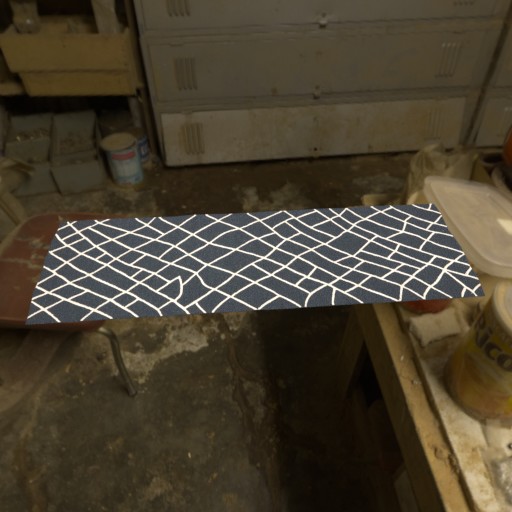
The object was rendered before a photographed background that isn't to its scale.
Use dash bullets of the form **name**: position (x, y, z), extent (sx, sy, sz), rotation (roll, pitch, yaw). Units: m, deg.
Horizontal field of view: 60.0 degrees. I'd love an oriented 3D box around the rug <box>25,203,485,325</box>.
- **rug**: position (0.000, 0.000, 2.622), extent (2.476, 0.010, 0.807), rotation (-3, 46, -3)
